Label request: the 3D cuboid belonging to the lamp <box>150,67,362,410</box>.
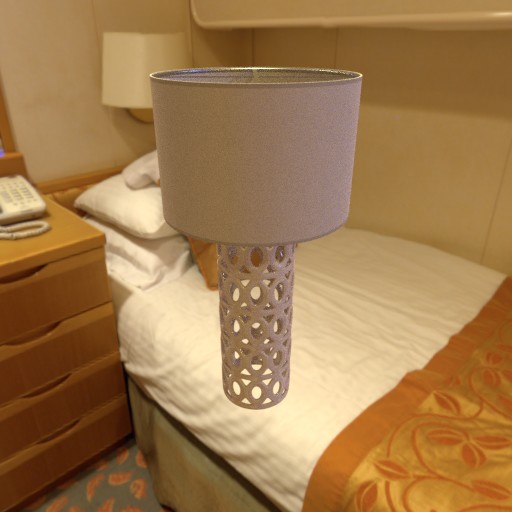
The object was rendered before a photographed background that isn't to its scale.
[{"bbox_3d":[0.000,0.000,0.833,0.324,0.636,0.325,0,26,-1],"label":"lamp"}]
